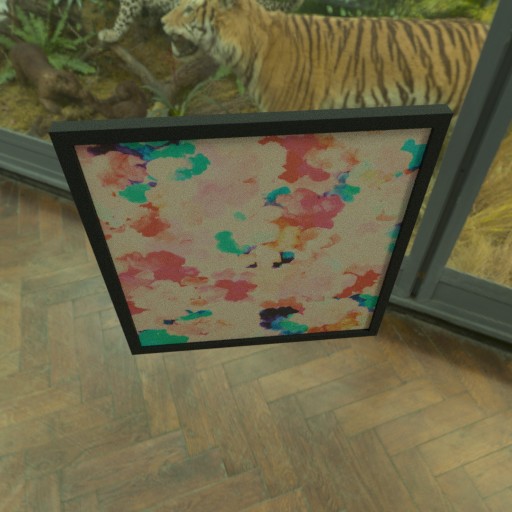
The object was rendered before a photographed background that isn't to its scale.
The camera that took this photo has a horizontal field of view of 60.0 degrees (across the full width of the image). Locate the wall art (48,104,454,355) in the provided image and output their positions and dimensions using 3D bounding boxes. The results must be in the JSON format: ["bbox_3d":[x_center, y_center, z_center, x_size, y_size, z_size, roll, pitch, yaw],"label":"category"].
[{"bbox_3d":[0.000,0.000,0.447,0.306,0.304,0.015,-4,46,-4],"label":"wall art"}]
